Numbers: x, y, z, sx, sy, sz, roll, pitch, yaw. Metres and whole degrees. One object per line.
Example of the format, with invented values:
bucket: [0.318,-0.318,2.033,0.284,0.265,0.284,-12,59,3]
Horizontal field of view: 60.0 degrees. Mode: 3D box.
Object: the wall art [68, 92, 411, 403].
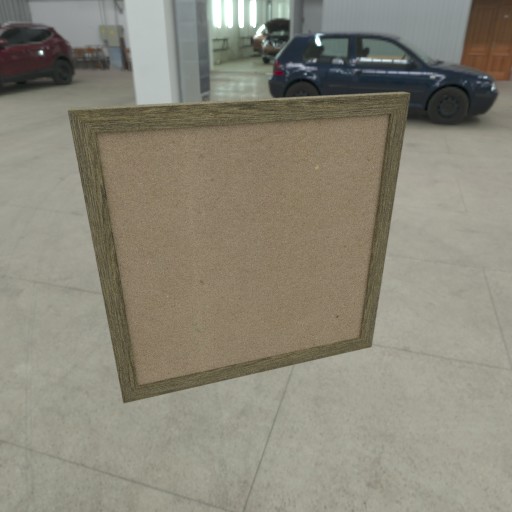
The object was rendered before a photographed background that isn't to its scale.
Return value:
wall art: [0.000,0.000,0.757,0.508,0.508,0.019,-9,29,-16]
